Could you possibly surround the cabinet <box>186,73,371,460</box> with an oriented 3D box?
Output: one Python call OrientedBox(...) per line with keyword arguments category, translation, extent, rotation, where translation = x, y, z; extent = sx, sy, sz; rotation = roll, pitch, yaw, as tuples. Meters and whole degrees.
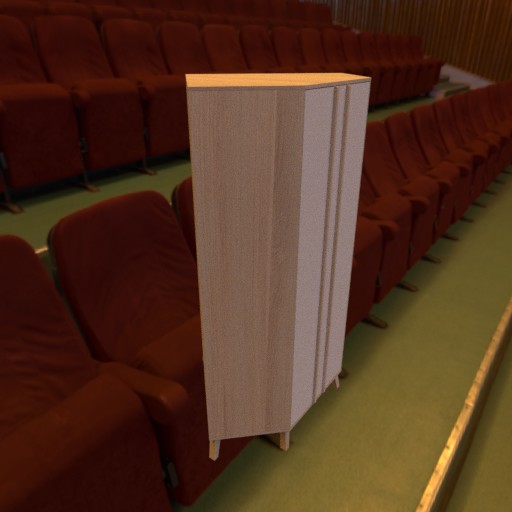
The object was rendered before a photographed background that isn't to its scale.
OrientedBox(category="cabinet", translation=(0.000, 0.000, 2.613), extent=(0.969, 1.957, 1.272), rotation=(17, 30, 32))
